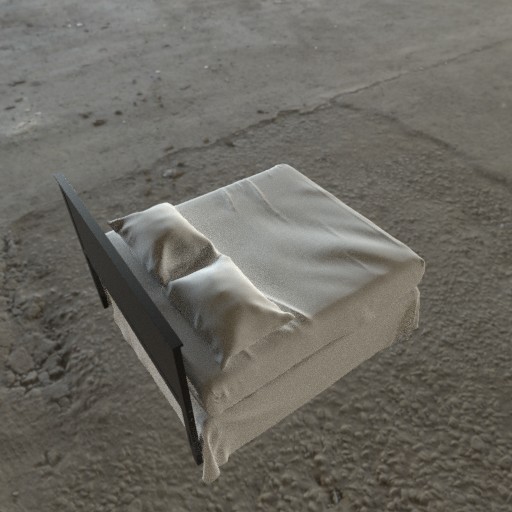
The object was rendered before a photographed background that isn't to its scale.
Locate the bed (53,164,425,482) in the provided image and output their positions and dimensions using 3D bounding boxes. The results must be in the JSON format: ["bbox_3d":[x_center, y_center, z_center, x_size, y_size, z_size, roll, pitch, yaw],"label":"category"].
[{"bbox_3d":[0.000,0.000,3.221,2.050,1.270,1.870,-26,49,-25],"label":"bed"}]
